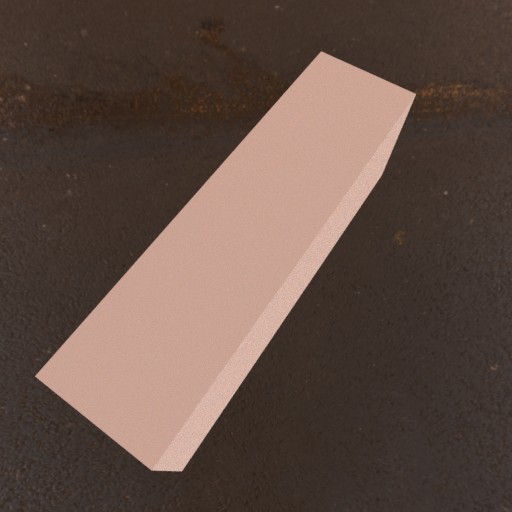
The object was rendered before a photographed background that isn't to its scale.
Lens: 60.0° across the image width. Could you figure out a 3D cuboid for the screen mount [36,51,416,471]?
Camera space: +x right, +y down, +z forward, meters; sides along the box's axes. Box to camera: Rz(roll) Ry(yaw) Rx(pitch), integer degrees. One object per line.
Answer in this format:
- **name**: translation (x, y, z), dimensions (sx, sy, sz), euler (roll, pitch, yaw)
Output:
- **screen mount**: translation (0.000, 0.000, 1.670), dimensions (0.400, 0.619, 1.490), euler (31, 68, 14)
